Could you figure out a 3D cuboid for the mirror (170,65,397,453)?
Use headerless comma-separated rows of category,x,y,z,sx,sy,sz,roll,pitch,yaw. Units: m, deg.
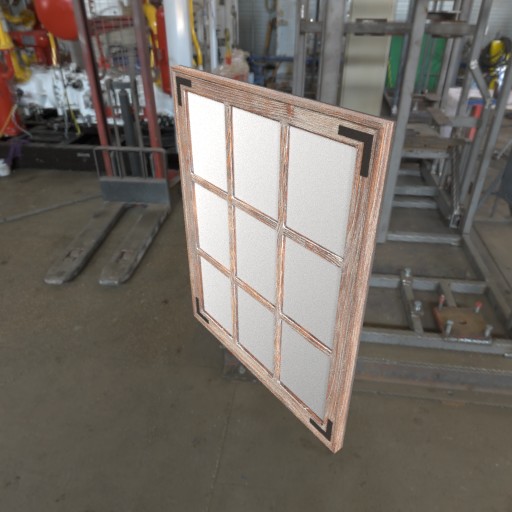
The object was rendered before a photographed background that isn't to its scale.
mirror,0.000,0.000,1.214,0.032,0.882,0.730,-22,38,-31
